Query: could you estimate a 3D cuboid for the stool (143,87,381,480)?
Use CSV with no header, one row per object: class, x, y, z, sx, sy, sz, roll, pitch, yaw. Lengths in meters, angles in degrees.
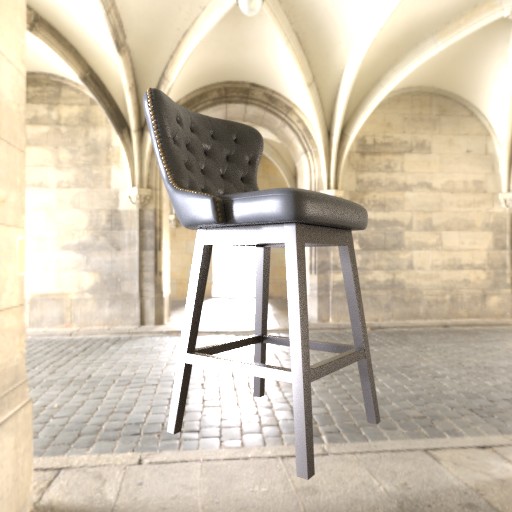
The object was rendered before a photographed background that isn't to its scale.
stool,0.000,0.000,1.305,0.593,0.971,0.528,0,-1,36
